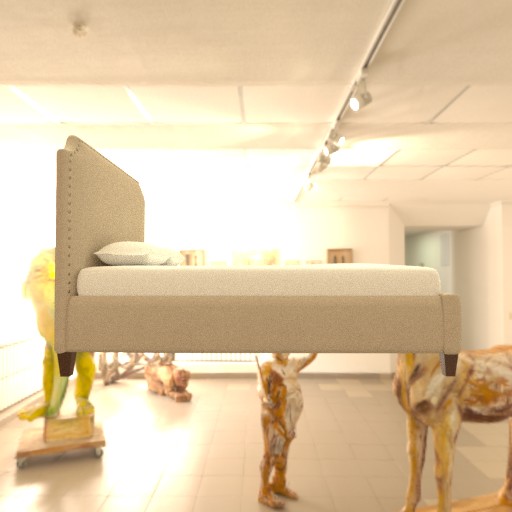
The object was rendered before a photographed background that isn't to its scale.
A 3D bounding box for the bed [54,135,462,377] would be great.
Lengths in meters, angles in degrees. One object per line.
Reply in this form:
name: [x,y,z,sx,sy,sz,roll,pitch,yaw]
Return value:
bed: [0.000,0.000,3.391,2.372,1.443,1.713,0,-2,0]
